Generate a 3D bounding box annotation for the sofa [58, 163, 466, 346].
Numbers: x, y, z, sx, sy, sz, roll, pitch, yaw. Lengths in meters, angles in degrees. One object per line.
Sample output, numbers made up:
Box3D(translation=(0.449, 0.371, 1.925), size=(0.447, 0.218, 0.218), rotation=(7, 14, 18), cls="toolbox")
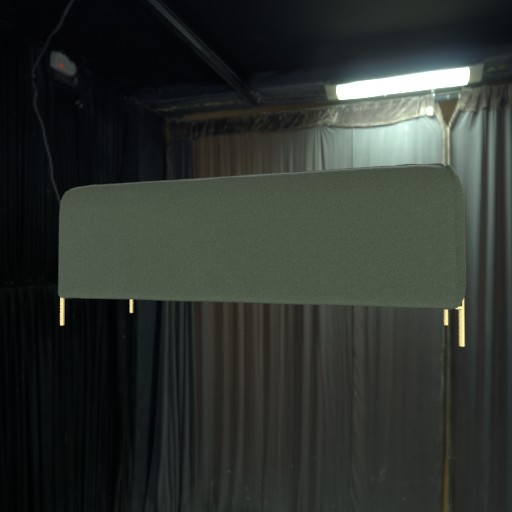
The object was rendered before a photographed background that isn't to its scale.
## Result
Box3D(translation=(0.000, 0.000, 2.577), size=(2.137, 0.793, 0.896), rotation=(0, -1, 18), cls="sofa")
